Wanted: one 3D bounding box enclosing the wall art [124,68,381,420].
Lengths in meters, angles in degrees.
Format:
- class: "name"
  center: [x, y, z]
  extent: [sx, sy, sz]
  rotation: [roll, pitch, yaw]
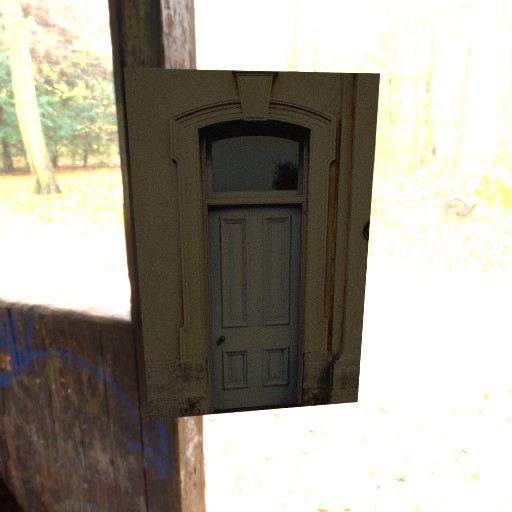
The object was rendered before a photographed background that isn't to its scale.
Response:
- class: "wall art"
  center: [0.000, 0.000, 0.987]
  extent: [0.508, 0.764, 0.038]
  rotation: [-2, 15, -8]
